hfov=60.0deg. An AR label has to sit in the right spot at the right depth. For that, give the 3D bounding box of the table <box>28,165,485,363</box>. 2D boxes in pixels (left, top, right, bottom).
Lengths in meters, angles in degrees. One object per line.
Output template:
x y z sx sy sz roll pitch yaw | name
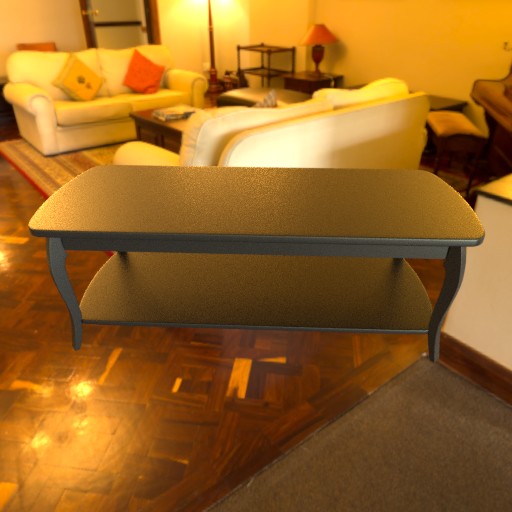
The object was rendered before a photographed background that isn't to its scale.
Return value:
0.000 0.000 1.557 1.333 0.457 0.571 1 30 2 | table
